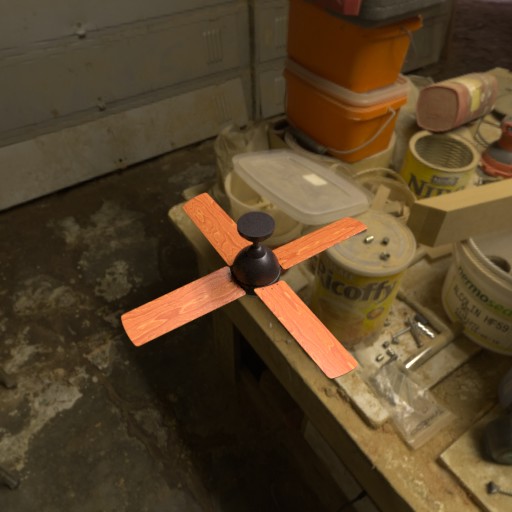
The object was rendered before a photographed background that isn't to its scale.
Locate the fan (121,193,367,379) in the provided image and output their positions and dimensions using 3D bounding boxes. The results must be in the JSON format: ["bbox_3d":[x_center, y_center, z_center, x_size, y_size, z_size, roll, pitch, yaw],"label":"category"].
[{"bbox_3d":[0.000,0.000,2.090,1.332,0.403,1.332,-25,51,-22],"label":"fan"}]
